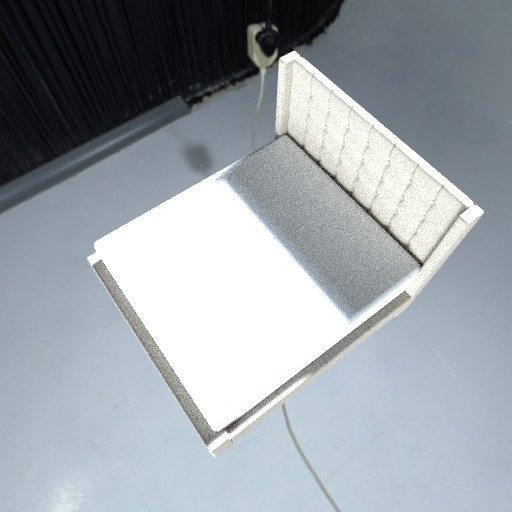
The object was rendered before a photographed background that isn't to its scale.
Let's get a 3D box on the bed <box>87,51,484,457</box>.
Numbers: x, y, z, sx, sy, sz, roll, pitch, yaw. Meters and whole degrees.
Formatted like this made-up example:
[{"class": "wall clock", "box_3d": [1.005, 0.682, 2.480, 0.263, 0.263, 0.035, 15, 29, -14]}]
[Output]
[{"class": "bed", "box_3d": [0.000, 0.000, 3.791, 2.370, 1.743, 2.045, -33, 67, -16]}]
